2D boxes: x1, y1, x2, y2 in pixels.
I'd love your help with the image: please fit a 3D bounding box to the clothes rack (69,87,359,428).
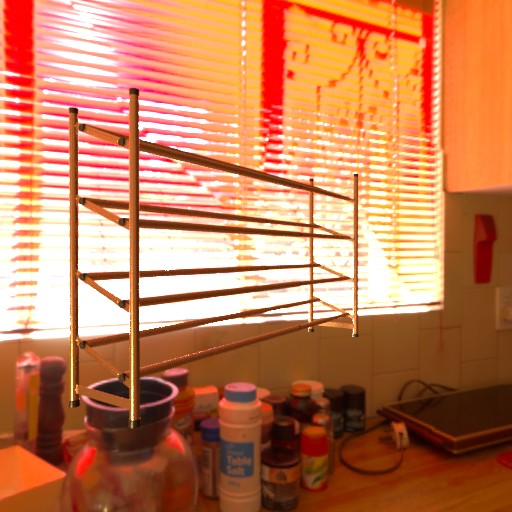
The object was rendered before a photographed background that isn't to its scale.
[{"bbox_3d":[0.000,0.000,1.411,0.229,0.672,1.168,0,0,35],"label":"clothes rack"}]
